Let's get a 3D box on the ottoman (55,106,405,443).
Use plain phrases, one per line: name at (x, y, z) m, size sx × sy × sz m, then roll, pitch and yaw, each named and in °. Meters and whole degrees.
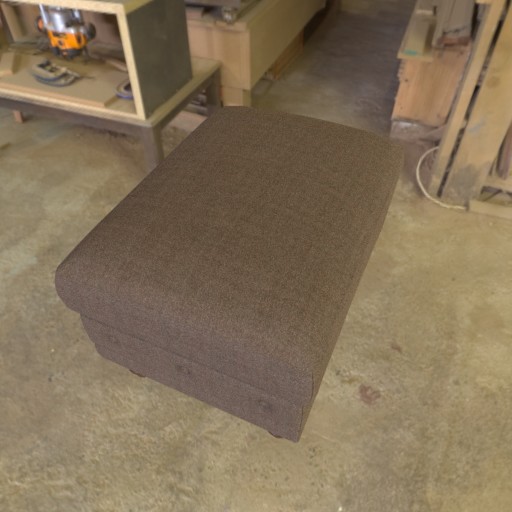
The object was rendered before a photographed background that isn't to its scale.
ottoman at (0.000, 0.000, 1.223) m, size 0.599 × 0.555 × 0.809 m, roll 18°, pitch 49°, yaw 16°
